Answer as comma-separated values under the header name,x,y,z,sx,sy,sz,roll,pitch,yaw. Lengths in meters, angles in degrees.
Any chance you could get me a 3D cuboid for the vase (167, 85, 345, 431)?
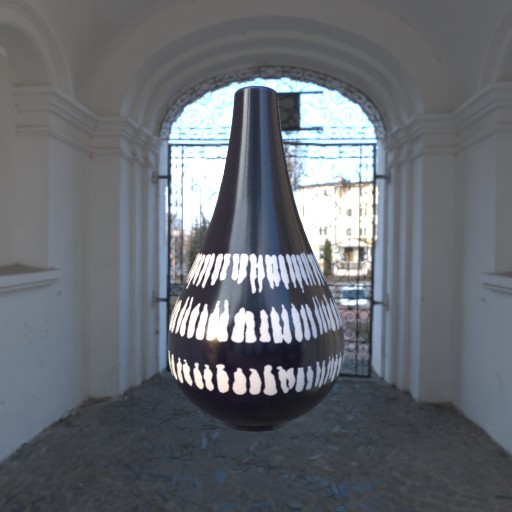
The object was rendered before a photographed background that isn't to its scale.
name,x,y,z,sx,sy,sz,roll,pitch,yaw
vase,0.000,0.000,0.402,0.159,0.295,0.159,0,1,0
